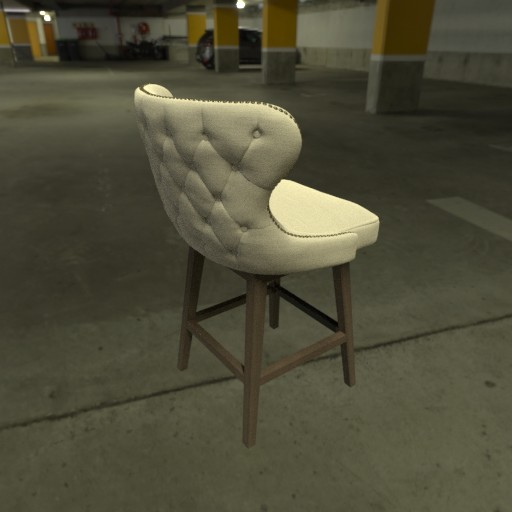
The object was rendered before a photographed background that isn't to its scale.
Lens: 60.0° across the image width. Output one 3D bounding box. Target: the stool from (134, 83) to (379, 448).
[{"bbox_3d":[0.000,0.000,1.353,0.597,0.972,0.615,-18,31,-32],"label":"stool"}]
